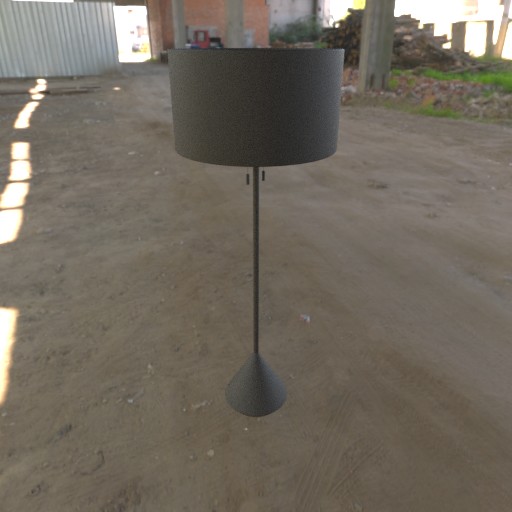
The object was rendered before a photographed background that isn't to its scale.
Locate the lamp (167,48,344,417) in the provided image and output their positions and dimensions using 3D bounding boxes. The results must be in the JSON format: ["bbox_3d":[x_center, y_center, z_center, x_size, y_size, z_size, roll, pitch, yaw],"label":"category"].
[{"bbox_3d":[0.000,0.000,1.801,0.580,1.526,0.580,17,30,31],"label":"lamp"}]
